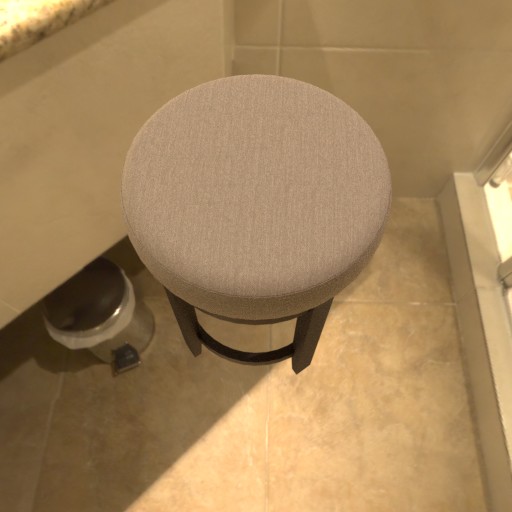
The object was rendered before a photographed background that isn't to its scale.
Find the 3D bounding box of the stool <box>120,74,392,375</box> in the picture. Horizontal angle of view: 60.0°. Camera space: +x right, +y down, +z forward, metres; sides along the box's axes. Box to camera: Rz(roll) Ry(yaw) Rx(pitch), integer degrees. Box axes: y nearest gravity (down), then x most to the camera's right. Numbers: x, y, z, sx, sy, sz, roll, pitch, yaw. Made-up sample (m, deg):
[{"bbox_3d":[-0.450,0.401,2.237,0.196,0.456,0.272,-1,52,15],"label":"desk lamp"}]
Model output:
[{"bbox_3d":[0.000,0.000,0.975,0.443,0.672,0.443,0,64,0],"label":"stool"}]
